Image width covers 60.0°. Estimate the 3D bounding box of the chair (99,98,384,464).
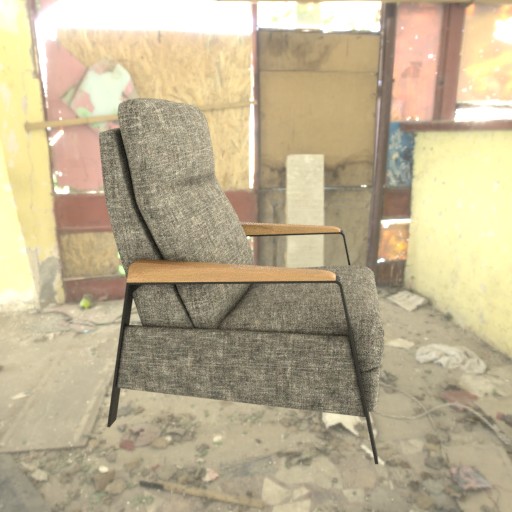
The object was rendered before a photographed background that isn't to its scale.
[{"bbox_3d":[0.000,0.000,1.563,0.868,1.042,0.671,3,15,11],"label":"chair"}]
